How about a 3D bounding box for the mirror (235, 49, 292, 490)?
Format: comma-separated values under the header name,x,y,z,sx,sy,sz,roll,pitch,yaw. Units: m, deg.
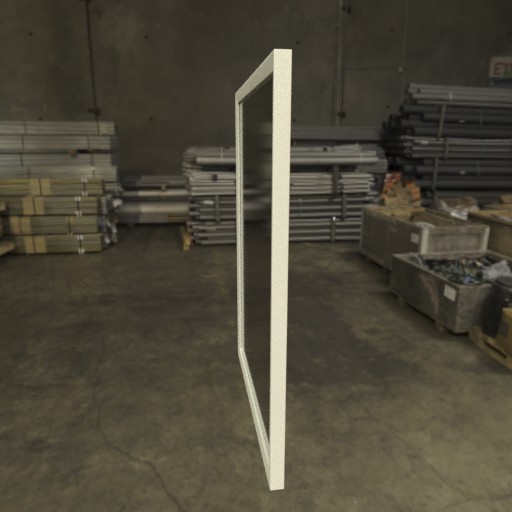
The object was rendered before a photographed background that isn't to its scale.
name,x,y,z,sx,sy,sz,roll,pitch,yaw
mirror,0.000,0.000,1.351,0.040,1.016,0.762,-2,14,-8
